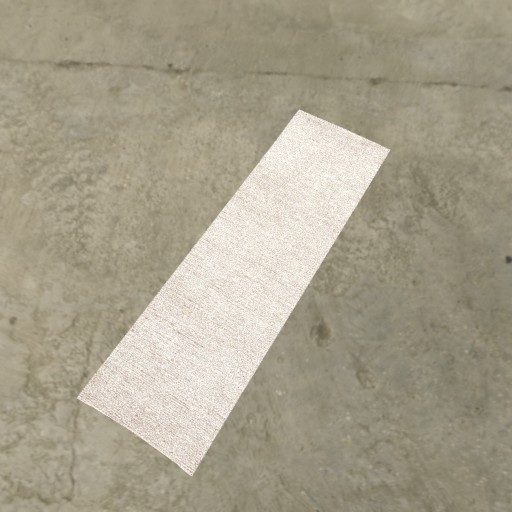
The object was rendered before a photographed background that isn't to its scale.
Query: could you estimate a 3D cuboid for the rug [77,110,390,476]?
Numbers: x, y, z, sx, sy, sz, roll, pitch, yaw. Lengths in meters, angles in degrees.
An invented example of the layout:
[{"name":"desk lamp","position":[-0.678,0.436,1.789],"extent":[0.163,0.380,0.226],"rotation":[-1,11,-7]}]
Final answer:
[{"name":"rug","position":[0.000,0.000,2.636],"extent":[0.712,0.013,2.346],"rotation":[29,66,14]}]
